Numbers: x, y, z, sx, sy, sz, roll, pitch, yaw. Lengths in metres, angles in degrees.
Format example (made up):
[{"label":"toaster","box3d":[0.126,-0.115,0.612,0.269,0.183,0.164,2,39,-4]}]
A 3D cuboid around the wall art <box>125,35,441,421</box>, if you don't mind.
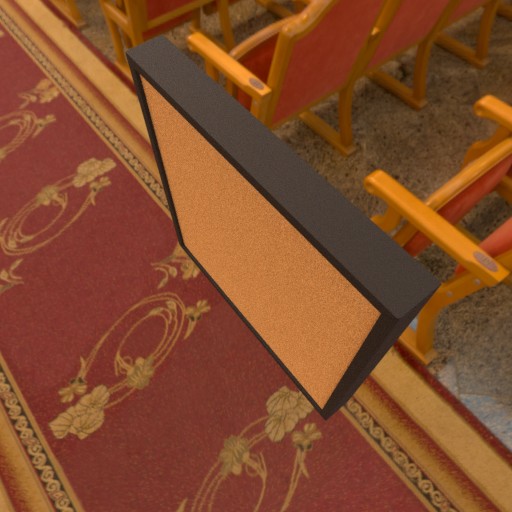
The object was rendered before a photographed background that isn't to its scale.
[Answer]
[{"label":"wall art","box3d":[0.000,0.000,0.445,0.037,0.305,0.305,-34,65,-18]}]
